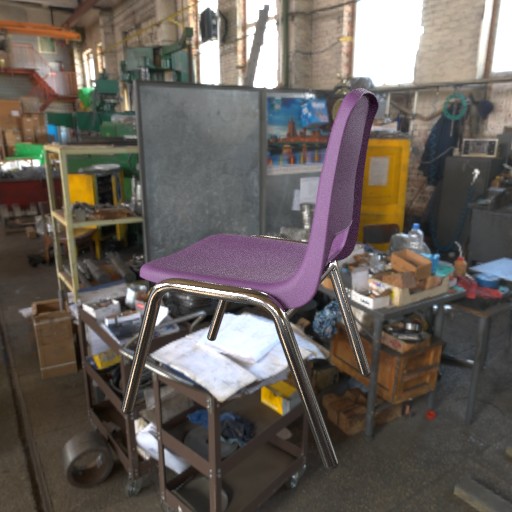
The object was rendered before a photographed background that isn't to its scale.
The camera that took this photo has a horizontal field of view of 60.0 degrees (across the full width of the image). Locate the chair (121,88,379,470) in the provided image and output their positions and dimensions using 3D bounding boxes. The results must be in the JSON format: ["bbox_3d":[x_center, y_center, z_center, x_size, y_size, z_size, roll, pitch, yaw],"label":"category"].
[{"bbox_3d":[0.000,0.000,0.844,0.419,0.584,0.356,7,17,23],"label":"chair"}]
